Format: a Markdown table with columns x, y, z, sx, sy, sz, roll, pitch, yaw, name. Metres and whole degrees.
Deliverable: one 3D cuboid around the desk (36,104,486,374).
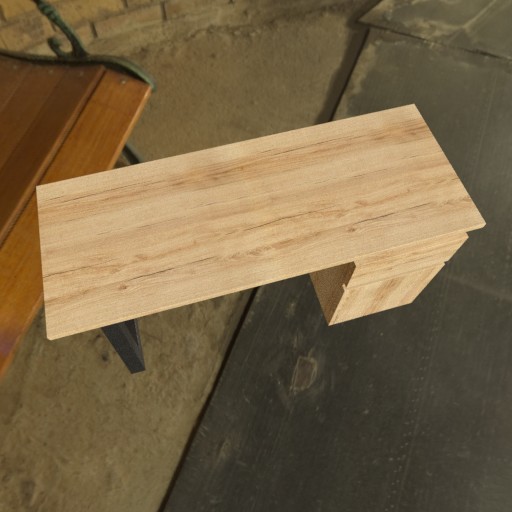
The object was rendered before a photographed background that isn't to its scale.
| x | y | z | sx | sy | sz | roll | pitch | yaw | name |
| --- | --- | --- | --- | --- | --- | --- | --- | --- | --- |
| 0.000 | 0.000 | 1.814 | 1.400 | 0.760 | 0.550 | -14 | 64 | -7 | desk |
